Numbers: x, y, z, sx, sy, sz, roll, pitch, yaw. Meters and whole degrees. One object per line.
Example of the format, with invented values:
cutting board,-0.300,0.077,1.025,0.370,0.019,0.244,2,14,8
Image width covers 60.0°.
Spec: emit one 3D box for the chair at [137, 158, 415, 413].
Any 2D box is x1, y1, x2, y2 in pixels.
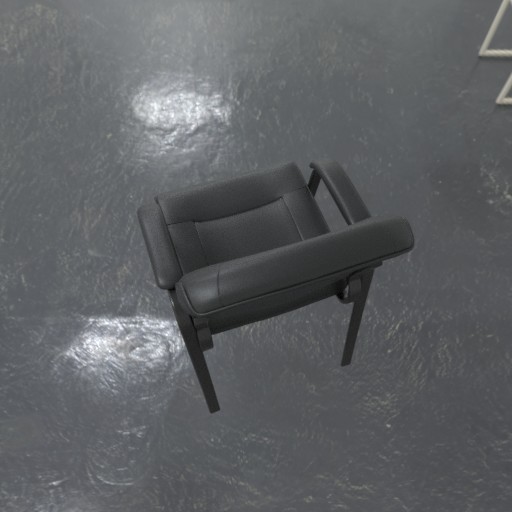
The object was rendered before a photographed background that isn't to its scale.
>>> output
chair,0.000,0.000,1.335,0.591,0.910,0.668,-17,60,-10
